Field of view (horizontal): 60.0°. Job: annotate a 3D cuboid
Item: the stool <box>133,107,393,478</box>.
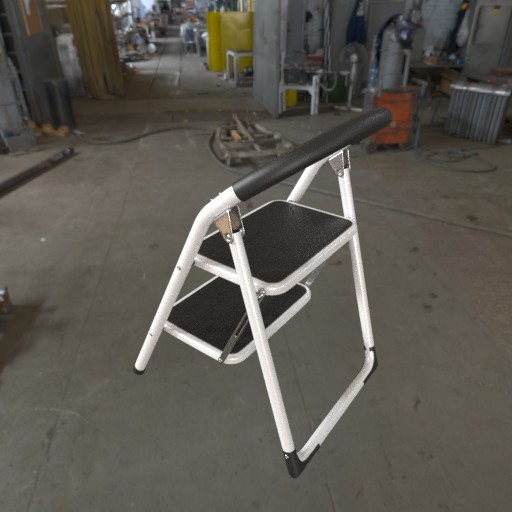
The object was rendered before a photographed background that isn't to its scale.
[{"bbox_3d":[0.000,0.000,1.087,0.559,0.760,0.453,21,36,31],"label":"stool"}]
